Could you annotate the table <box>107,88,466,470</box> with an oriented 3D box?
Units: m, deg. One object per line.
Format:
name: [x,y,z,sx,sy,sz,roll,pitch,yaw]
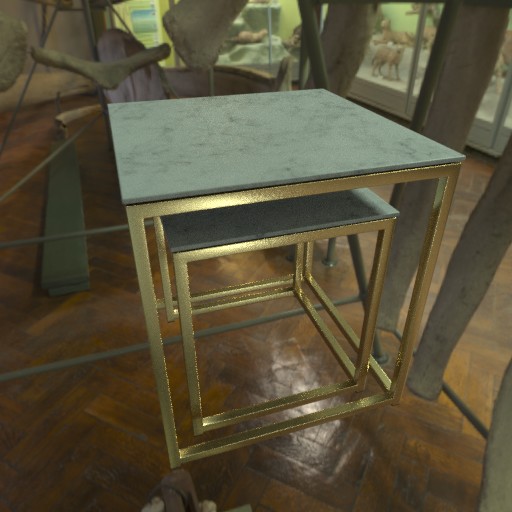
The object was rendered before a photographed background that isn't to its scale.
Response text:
table: [0.000,0.000,0.852,0.450,0.500,0.450,-10,33,-15]
